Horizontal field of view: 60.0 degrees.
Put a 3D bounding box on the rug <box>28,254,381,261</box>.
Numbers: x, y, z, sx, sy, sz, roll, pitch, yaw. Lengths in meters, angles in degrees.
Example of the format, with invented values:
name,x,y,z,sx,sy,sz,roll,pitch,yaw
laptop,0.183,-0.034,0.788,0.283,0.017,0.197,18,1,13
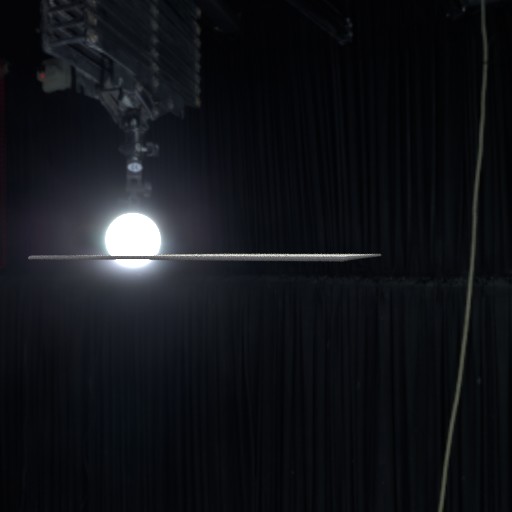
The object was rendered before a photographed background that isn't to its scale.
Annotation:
name,x,y,z,sx,sy,sz,roll,pitch,yaw
rug,0.000,0.000,2.115,1.067,0.013,1.676,0,0,19
